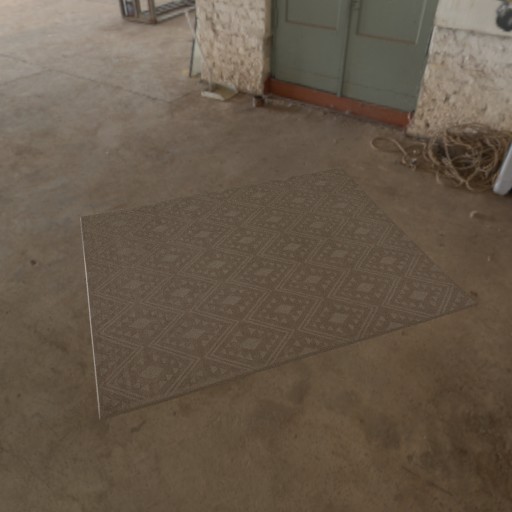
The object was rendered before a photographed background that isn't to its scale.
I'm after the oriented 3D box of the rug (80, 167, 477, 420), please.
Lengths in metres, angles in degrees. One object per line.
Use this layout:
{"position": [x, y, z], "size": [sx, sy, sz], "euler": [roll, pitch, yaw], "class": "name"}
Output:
{"position": [0.000, 0.000, 4.119], "size": [3.011, 0.054, 2.399], "euler": [-13, 43, -15], "class": "rug"}
